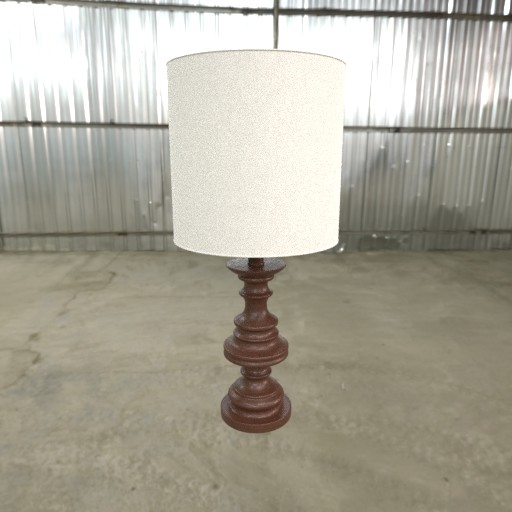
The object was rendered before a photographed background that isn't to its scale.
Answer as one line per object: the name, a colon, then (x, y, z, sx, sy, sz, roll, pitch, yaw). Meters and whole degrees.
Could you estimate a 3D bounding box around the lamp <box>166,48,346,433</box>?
lamp: (0.000, 0.000, 0.575, 0.208, 0.455, 0.208, 7, 15, 25)
